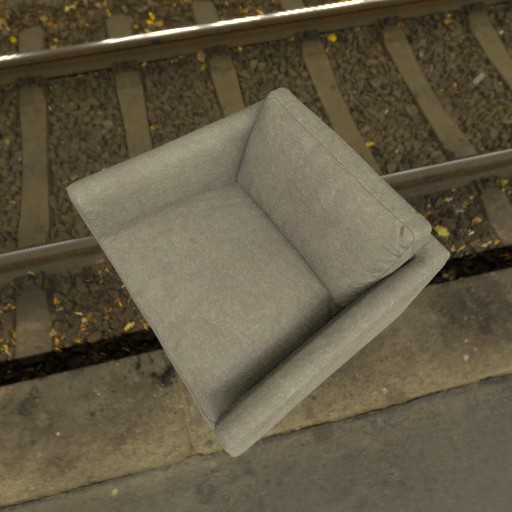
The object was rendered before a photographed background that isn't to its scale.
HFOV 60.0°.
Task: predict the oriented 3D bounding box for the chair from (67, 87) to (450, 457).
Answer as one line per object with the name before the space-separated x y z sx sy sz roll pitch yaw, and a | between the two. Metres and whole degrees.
chair | 0.000 0.000 1.904 1.091 0.845 1.190 -32 67 -15
